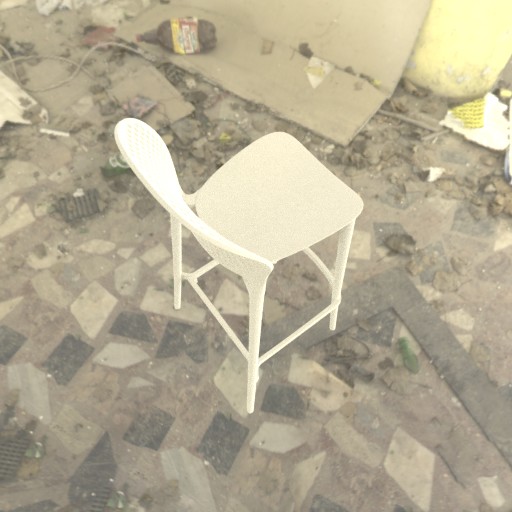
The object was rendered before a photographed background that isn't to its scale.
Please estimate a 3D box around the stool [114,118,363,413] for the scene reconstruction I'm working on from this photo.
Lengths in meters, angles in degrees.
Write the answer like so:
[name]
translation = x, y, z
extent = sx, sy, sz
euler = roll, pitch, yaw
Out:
[stool]
translation = 0.000, 0.000, 1.347
extent = 0.535, 1.045, 0.536
euler = -32, 63, -18
